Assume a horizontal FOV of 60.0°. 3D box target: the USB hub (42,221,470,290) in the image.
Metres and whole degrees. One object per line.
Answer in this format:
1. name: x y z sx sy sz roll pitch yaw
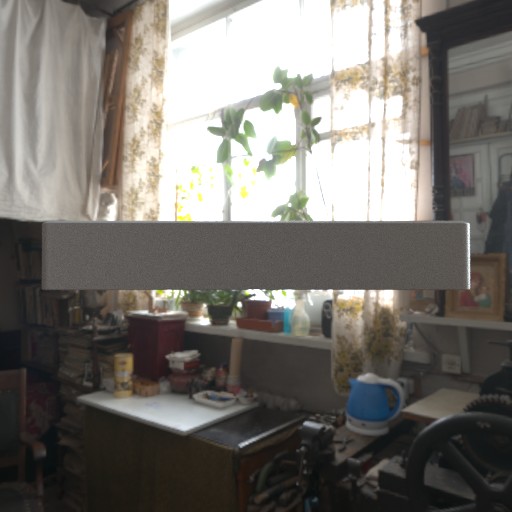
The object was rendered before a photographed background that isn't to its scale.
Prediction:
1. USB hub: 0.000 0.000 0.168 0.145 0.023 0.044 0 -1 0
